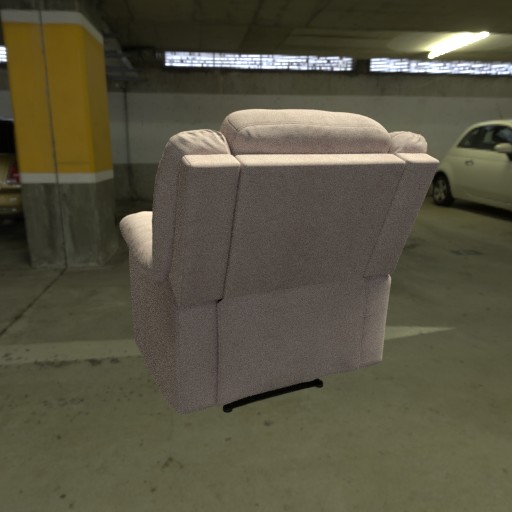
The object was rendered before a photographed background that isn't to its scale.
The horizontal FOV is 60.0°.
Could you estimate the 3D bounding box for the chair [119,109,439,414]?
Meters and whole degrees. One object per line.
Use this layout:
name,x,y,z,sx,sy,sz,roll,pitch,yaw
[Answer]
chair,0.000,0.000,1.672,0.899,1.008,0.944,-6,15,-25
